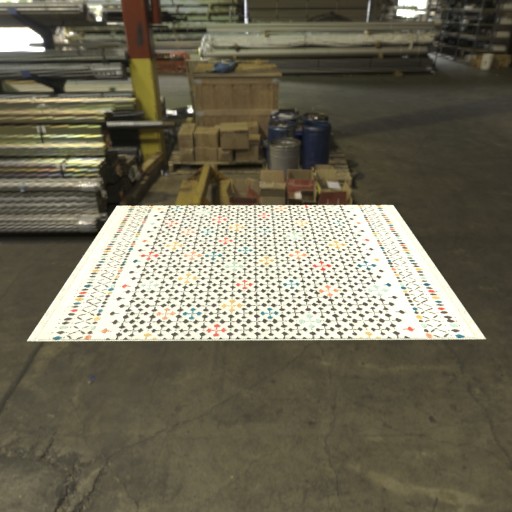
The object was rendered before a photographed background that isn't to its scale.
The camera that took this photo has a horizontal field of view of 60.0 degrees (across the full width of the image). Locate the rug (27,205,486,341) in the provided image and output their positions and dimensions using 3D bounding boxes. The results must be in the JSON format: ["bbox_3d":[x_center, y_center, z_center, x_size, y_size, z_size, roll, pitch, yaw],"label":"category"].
[{"bbox_3d":[0.000,0.000,1.999,1.556,0.006,1.146,0,30,0],"label":"rug"}]
